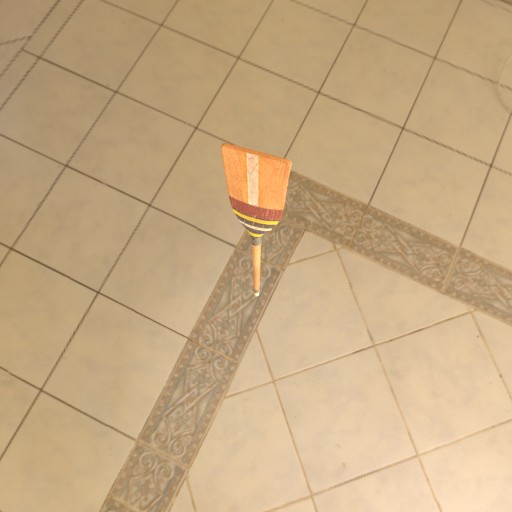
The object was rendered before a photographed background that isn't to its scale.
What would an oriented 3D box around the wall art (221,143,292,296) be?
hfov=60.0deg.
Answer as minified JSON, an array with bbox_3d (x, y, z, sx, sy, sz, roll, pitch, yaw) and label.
[{"bbox_3d":[0.000,0.000,1.628,0.146,1.556,0.038,16,75,4],"label":"wall art"}]
